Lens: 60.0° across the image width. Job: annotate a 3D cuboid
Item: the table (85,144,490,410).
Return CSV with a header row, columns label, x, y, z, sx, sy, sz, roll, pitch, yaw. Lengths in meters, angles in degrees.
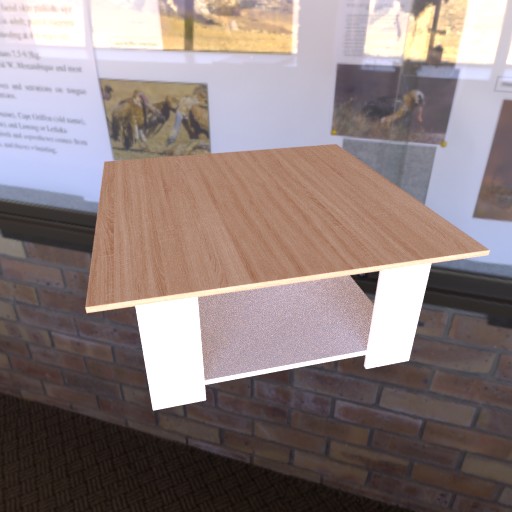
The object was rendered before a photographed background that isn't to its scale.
label,x,y,z,sx,sy,sz,roll,pitch,yaw
table,0.000,0.000,1.056,0.670,0.305,0.670,-7,31,-12
